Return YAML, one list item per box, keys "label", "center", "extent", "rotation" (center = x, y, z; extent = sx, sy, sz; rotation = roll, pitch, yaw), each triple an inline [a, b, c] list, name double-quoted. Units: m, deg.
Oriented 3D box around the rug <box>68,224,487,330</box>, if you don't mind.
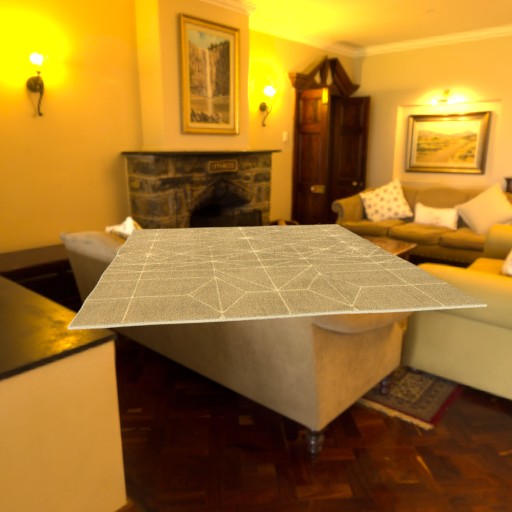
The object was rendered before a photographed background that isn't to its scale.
- label: "rug"
  center: [0.000, 0.000, 0.873]
  extent: [0.548, 0.006, 0.639]
  rotation: [-2, 14, -8]
